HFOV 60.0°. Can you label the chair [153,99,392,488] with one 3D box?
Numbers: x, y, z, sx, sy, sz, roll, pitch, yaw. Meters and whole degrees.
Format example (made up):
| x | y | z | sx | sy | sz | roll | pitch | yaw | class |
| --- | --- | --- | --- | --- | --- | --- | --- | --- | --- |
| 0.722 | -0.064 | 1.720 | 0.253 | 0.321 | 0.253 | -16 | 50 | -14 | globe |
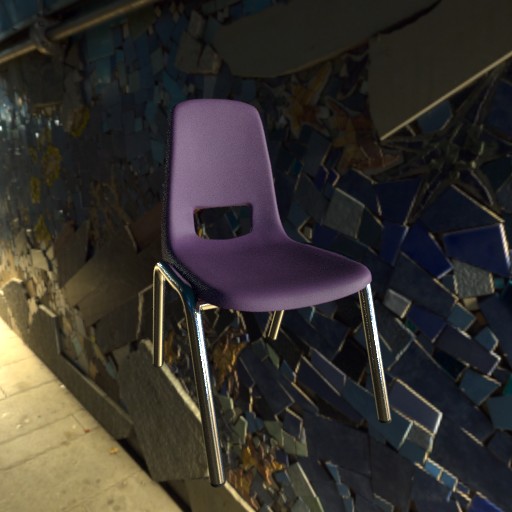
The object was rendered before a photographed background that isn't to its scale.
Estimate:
| x | y | z | sx | sy | sz | roll | pitch | yaw | class |
| --- | --- | --- | --- | --- | --- | --- | --- | --- | --- |
| 0.000 | 0.000 | 0.838 | 0.356 | 0.584 | 0.419 | -8 | 17 | -26 | chair |
